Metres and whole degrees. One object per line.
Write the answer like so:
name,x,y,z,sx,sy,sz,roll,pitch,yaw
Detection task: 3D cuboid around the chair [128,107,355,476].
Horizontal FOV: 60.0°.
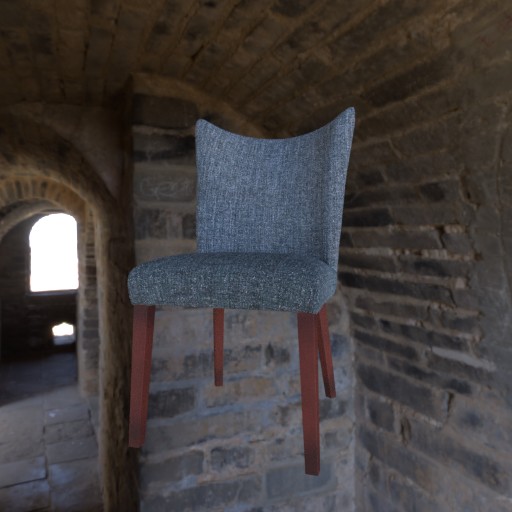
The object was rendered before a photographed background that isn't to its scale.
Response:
chair,0.000,0.000,1.300,0.535,0.924,0.623,1,2,17
